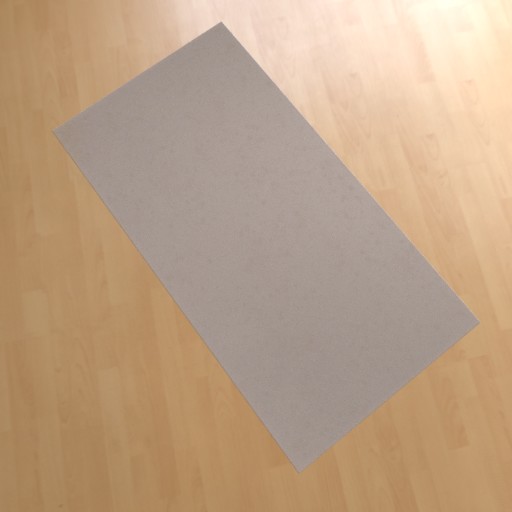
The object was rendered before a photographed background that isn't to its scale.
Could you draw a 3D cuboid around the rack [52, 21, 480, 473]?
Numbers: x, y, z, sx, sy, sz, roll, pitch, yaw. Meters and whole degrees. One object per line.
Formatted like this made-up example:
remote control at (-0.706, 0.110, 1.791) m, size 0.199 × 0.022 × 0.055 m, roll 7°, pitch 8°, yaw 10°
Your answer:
rack at (0.000, 0.000, 1.659) m, size 0.613 × 0.880 × 1.159 m, roll -37°, pitch 80°, yaw -7°
